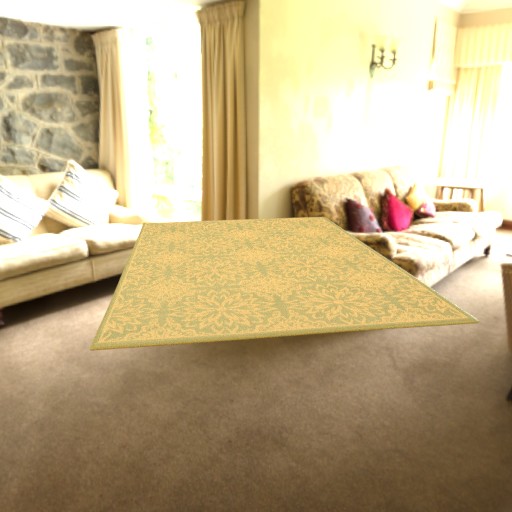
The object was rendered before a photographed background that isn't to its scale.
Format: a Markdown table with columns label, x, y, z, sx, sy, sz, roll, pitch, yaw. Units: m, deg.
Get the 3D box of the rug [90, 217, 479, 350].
| label | x | y | z | sx | sy | sz | roll | pitch | yaw |
| --- | --- | --- | --- | --- | --- | --- | --- | --- | --- |
| rug | 0.000 | 0.000 | 2.807 | 1.589 | 0.014 | 2.205 | -3 | 17 | -8 |
